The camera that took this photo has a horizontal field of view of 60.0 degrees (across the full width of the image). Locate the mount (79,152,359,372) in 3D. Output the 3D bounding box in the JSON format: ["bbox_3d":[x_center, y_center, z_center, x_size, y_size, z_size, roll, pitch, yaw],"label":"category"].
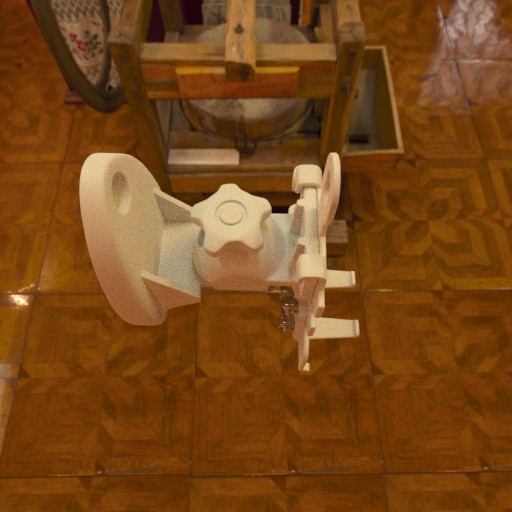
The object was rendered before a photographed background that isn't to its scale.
[{"bbox_3d":[0.000,0.000,0.175,0.100,0.118,0.066,1,64,1],"label":"mount"}]
